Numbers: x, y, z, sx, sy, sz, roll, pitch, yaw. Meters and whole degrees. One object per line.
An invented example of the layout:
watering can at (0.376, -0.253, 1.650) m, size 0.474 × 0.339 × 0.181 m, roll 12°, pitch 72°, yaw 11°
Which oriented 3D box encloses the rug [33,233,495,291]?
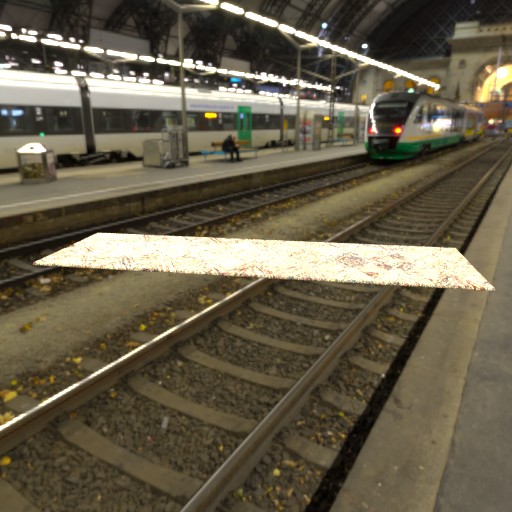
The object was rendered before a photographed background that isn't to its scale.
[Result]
rug at (0.000, 0.000, 2.490) m, size 2.292 × 0.015 × 0.688 m, roll 3°, pitch 17°, yaw 9°
